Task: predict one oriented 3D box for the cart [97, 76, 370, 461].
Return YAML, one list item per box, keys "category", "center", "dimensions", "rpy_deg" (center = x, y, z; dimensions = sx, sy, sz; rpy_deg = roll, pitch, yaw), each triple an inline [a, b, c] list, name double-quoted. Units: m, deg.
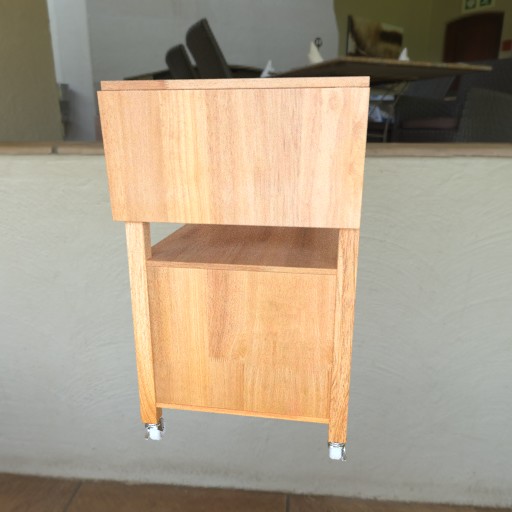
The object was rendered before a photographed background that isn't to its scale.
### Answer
- category: "cart"
  center: [0.000, 0.000, 1.205]
  dimensions: [0.508, 0.838, 0.640]
  rpy_deg: [2, 16, 8]
